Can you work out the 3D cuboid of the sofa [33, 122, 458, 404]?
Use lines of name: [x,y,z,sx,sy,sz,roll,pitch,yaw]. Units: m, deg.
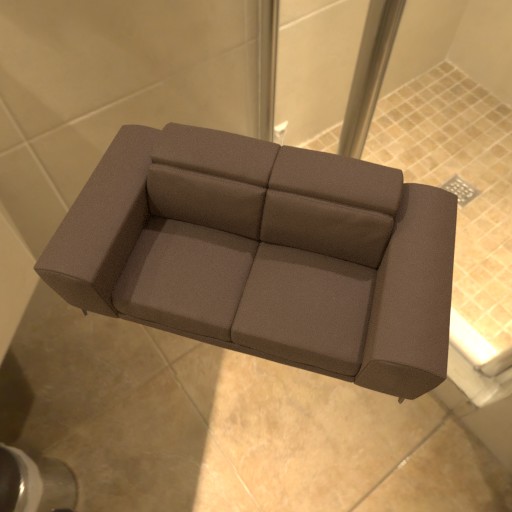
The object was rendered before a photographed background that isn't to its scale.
sofa: [0.000,0.000,2.346,1.895,0.779,1.003,14,60,8]
